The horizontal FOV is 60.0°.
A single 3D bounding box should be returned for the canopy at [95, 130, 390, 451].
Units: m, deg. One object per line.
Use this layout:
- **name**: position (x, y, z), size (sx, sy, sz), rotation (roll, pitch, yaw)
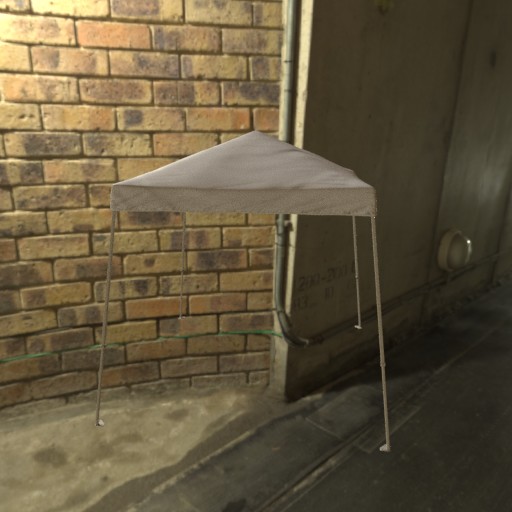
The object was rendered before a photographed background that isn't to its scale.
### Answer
- **canopy**: position (0.000, 0.000, 6.602), size (3.600, 3.600, 3.599), rotation (2, 15, 7)
